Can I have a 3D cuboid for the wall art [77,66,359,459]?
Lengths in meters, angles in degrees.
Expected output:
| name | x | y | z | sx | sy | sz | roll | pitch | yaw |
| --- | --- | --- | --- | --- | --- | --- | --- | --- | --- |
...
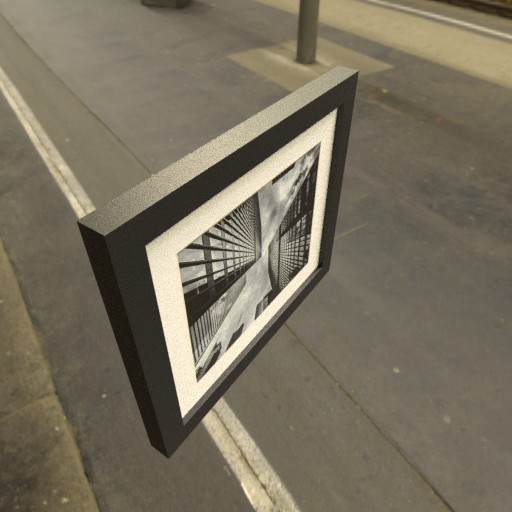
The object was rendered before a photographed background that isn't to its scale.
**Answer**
| name | x | y | z | sx | sy | sz | roll | pitch | yaw |
| --- | --- | --- | --- | --- | --- | --- | --- | --- | --- |
| wall art | 0.000 | 0.000 | 0.515 | 0.028 | 0.321 | 0.381 | 25 | 47 | 26 |
